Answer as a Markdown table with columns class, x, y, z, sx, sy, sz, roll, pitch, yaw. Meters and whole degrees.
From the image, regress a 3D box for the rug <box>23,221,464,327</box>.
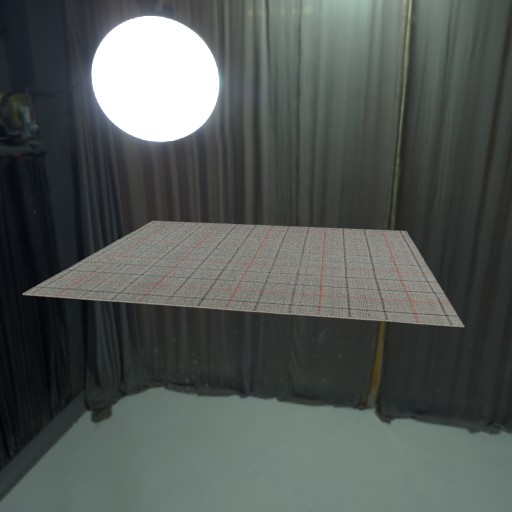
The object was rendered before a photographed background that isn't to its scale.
| class | x | y | z | sx | sy | sz | roll | pitch | yaw |
| --- | --- | --- | --- | --- | --- | --- | --- | --- | --- |
| rug | 0.000 | 0.000 | 4.140 | 3.048 | 0.012 | 2.444 | 3 | 18 | 9 |
